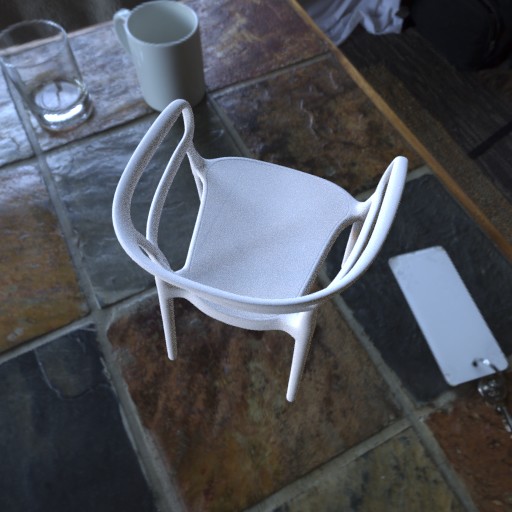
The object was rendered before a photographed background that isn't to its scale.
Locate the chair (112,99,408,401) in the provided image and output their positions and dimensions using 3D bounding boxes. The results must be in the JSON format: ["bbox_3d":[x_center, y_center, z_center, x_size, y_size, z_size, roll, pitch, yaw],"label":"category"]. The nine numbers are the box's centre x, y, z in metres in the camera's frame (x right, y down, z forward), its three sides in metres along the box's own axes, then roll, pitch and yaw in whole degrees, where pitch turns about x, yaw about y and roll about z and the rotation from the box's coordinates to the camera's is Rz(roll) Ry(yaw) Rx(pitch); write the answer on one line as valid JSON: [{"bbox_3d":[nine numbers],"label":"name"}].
[{"bbox_3d":[0.000,0.000,1.129,0.559,0.761,0.527,17,65,8],"label":"chair"}]
